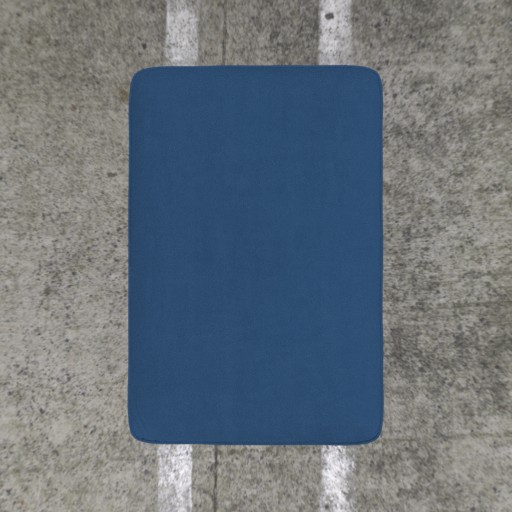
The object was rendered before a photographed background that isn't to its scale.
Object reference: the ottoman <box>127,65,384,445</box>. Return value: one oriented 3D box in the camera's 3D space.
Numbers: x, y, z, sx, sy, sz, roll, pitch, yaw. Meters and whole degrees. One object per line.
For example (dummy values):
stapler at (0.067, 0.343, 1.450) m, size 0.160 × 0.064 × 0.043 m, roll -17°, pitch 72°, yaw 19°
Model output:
ottoman at (0.000, 0.000, 1.194) m, size 0.583 × 0.484 × 0.862 m, roll 0°, pitch 90°, yaw 0°
